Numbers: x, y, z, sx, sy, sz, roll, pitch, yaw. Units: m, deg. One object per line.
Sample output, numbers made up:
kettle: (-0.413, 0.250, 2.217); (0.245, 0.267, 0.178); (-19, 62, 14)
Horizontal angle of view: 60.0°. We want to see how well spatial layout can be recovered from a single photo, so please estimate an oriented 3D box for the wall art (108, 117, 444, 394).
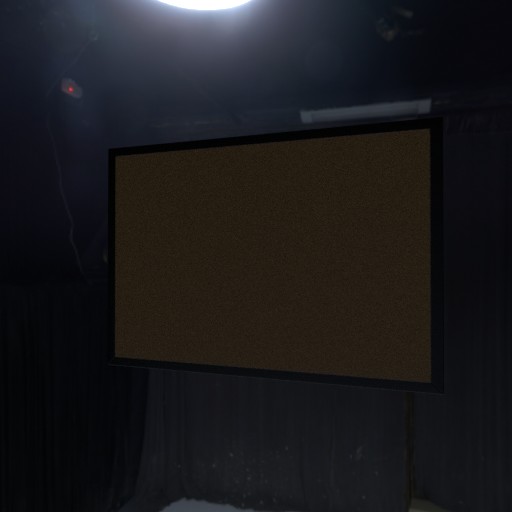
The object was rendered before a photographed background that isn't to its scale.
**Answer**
wall art: (0.000, 0.000, 0.565); (0.440, 0.306, 0.013); (0, -1, 19)
